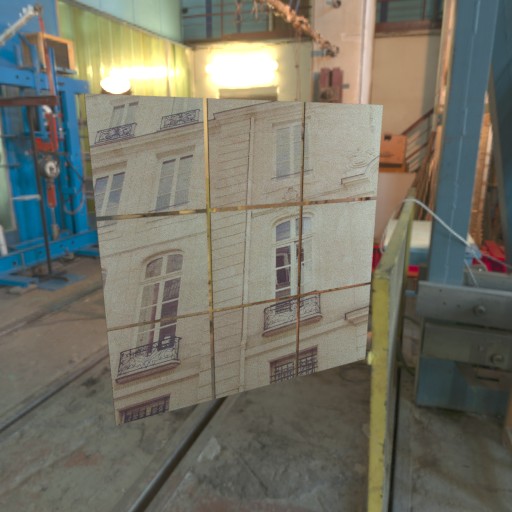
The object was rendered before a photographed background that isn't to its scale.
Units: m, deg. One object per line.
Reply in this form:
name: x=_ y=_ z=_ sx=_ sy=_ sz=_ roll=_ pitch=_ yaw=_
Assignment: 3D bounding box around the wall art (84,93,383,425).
wall art: x=0.000 y=0.000 z=2.290 sx=1.526 sy=1.522 sz=0.023 roll=-7 pitch=17 yaw=-25
